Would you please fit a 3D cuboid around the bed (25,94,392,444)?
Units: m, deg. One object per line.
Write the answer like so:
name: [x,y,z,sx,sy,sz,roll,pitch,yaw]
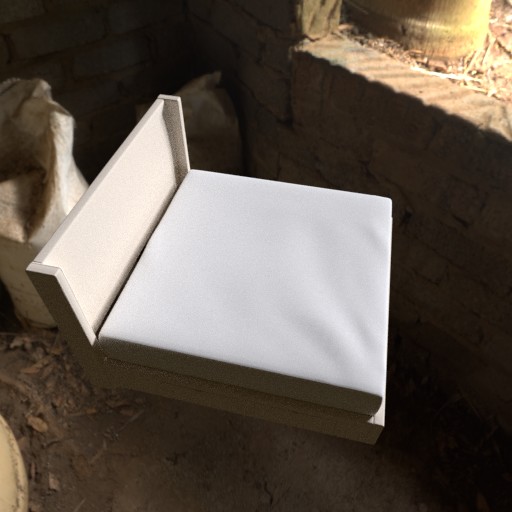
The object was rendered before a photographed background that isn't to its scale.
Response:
bed: [0.000,0.000,3.643,2.293,1.471,2.145,10,48,9]
